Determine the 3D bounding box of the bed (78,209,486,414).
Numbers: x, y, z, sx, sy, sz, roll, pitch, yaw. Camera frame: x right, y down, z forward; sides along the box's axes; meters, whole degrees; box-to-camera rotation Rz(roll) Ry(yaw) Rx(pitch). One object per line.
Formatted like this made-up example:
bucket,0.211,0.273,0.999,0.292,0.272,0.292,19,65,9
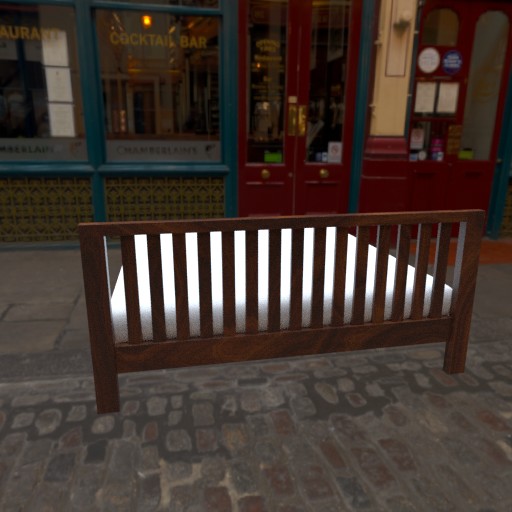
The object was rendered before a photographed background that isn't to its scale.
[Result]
bed,0.000,0.000,3.082,1.905,0.890,2.030,-3,15,-11
